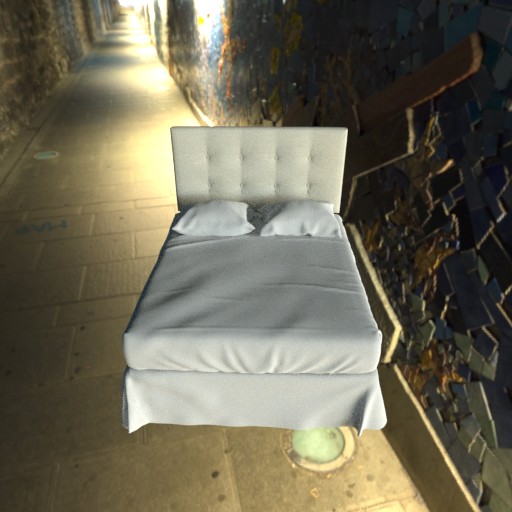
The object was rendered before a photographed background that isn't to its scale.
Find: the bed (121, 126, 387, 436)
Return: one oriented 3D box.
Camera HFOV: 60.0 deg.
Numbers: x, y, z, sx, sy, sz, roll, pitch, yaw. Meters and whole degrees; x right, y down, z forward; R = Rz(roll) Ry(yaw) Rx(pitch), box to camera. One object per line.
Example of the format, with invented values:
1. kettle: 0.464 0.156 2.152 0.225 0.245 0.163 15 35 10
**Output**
1. bed: 0.000 0.000 3.587 1.936 1.577 2.222 1 30 1
